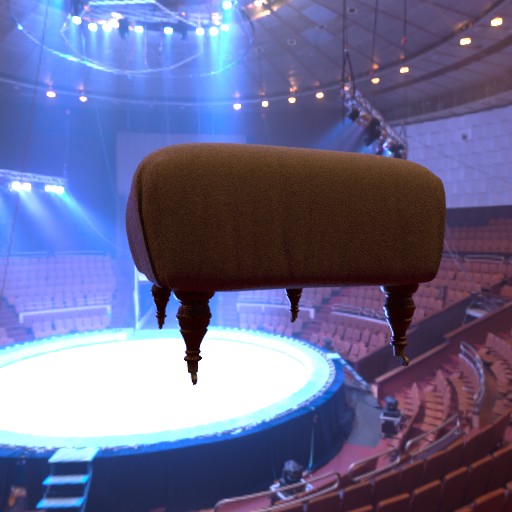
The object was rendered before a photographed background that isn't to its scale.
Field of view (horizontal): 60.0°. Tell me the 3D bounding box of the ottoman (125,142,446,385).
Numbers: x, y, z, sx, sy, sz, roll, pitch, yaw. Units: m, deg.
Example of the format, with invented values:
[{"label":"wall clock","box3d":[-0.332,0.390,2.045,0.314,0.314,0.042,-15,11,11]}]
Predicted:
[{"label":"ottoman","box3d":[0.000,0.000,1.122,0.622,0.450,0.747,0,0,-18]}]
